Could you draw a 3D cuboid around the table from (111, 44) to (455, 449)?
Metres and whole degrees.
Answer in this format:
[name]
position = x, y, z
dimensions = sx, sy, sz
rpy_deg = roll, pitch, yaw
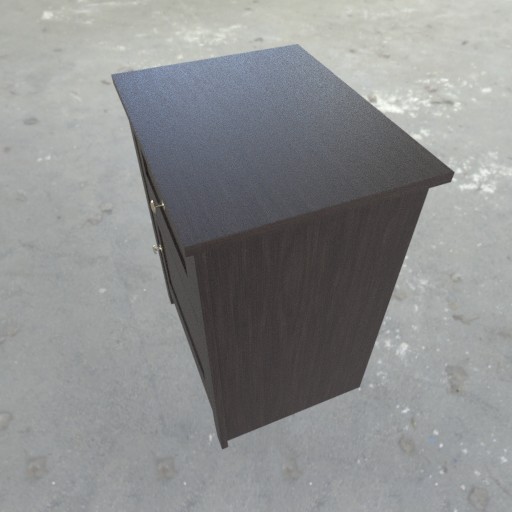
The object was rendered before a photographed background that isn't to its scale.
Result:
[table]
position = 0.000, 0.000, 0.927
dimensions = 0.381, 0.635, 0.480
rpy_deg = -16, 48, -15
